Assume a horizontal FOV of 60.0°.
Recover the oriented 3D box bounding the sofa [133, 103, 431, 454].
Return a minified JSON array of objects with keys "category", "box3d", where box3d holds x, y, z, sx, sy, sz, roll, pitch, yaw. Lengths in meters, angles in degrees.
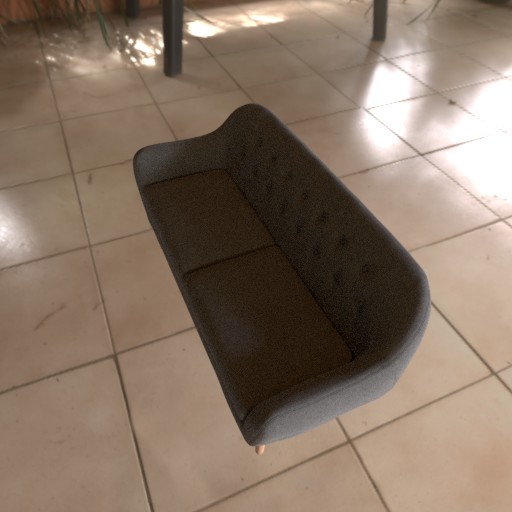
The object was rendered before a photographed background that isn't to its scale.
[{"category":"sofa","box3d":[0.000,0.000,2.263,0.820,0.820,1.840,-18,49,-17]}]
